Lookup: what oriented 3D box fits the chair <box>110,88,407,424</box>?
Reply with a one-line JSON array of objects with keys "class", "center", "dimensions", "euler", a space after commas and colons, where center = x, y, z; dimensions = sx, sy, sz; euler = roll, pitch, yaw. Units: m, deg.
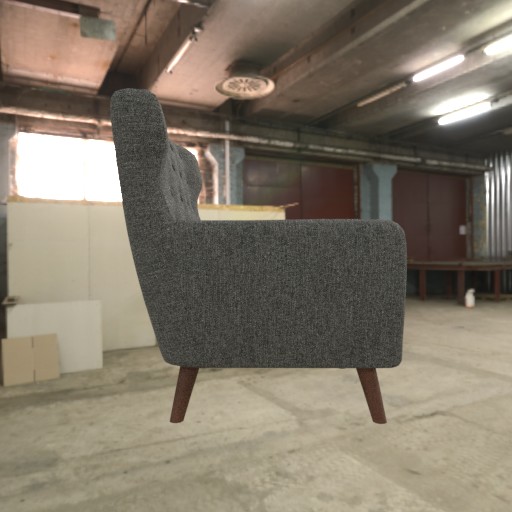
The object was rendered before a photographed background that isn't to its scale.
[{"class": "chair", "center": [0.000, 0.000, 1.742], "dimensions": [0.940, 1.039, 0.889], "euler": [0, 0, 1]}]
